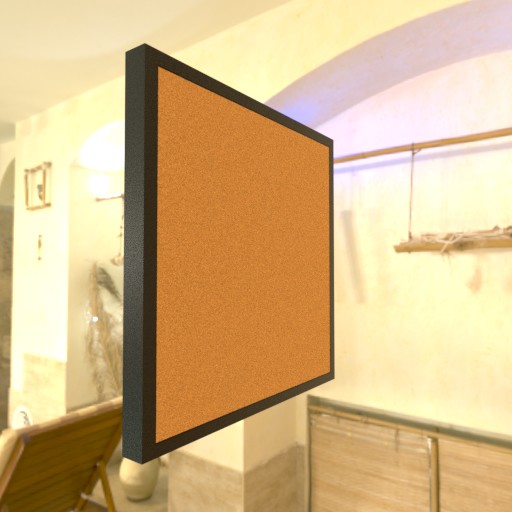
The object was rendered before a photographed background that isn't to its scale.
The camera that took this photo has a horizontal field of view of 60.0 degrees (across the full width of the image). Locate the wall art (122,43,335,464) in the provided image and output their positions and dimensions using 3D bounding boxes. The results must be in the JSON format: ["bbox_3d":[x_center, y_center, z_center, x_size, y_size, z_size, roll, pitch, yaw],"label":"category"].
[{"bbox_3d":[0.000,0.000,0.746,0.038,0.506,0.506,-1,-2,36],"label":"wall art"}]
